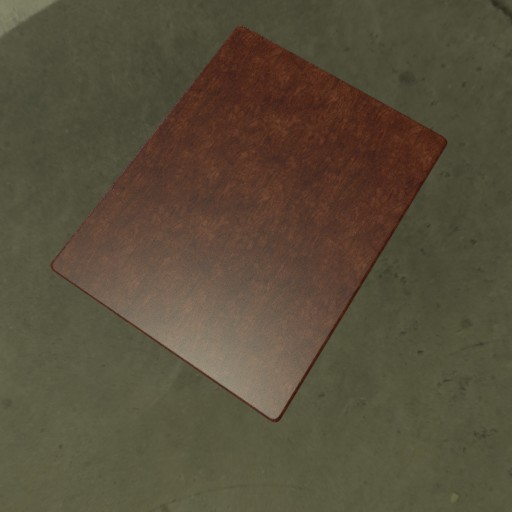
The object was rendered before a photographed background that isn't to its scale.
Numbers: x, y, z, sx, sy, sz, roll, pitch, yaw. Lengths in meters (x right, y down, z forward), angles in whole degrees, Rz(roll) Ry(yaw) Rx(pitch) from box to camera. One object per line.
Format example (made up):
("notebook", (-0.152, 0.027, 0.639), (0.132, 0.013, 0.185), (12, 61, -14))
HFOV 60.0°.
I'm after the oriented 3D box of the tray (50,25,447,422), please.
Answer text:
("tray", (0.000, 0.000, 0.960), (0.381, 0.660, 0.483), (32, 78, 8))
